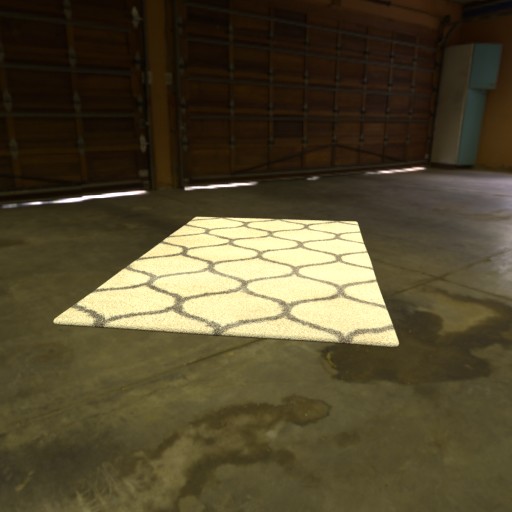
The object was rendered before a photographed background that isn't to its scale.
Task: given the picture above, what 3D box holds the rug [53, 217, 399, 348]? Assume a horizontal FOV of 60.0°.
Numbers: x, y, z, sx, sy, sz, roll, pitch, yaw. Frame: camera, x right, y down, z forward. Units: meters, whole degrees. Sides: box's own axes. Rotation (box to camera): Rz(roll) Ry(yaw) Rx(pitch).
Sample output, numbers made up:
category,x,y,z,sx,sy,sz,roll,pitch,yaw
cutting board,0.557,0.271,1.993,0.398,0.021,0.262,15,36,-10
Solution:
category,x,y,z,sx,sy,sz,roll,pitch,yaw
rug,0.000,0.000,2.982,1.501,0.024,2.348,2,17,8
